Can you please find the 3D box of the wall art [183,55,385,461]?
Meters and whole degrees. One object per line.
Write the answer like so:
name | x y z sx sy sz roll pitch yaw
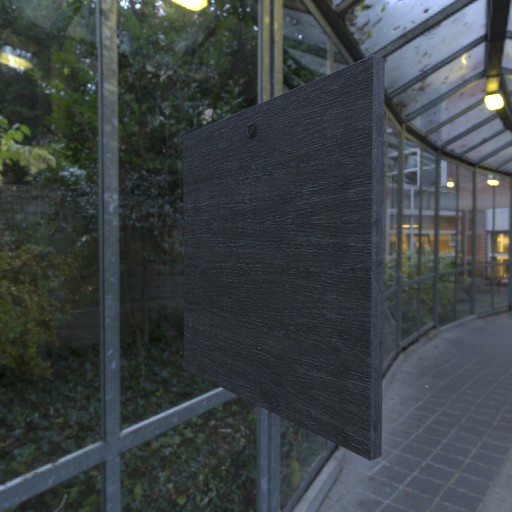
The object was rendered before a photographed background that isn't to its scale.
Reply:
wall art | 0.000 0.000 0.691 0.027 0.459 0.462 -1 2 -36
